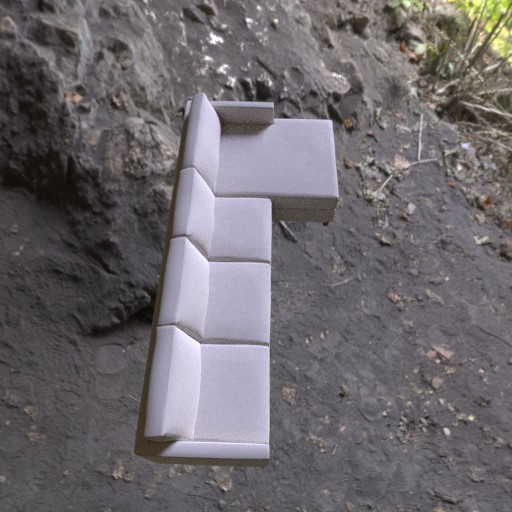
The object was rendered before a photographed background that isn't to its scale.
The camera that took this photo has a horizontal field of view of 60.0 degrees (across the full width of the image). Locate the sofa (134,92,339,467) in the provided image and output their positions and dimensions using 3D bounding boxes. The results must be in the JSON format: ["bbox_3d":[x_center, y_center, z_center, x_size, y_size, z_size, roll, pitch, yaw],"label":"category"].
[{"bbox_3d":[0.000,0.000,4.065,1.599,0.954,3.471,1,60,1],"label":"sofa"}]
